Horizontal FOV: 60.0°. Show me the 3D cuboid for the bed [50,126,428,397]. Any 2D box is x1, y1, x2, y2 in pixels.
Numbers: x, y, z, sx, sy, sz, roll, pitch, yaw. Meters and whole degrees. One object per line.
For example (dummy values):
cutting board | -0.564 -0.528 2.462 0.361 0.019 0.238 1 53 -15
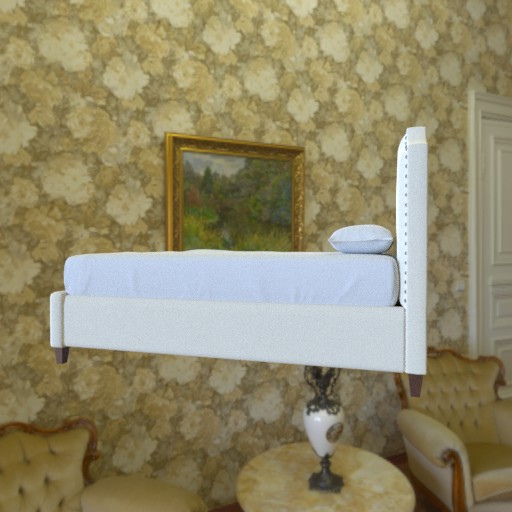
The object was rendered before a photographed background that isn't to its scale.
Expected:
bed | 0.000 0.000 3.373 2.329 1.415 1.703 0 1 17
